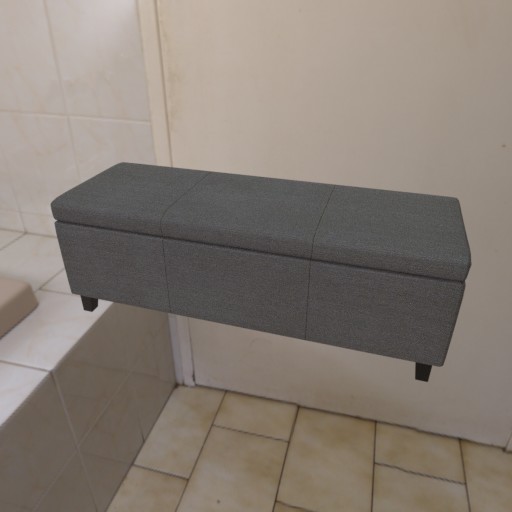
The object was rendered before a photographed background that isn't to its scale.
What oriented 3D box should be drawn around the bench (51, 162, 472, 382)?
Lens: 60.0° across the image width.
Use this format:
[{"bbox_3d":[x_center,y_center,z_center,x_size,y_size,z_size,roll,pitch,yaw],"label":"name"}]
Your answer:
[{"bbox_3d":[0.000,0.000,1.520,1.269,0.438,0.446,9,31,15],"label":"bench"}]
